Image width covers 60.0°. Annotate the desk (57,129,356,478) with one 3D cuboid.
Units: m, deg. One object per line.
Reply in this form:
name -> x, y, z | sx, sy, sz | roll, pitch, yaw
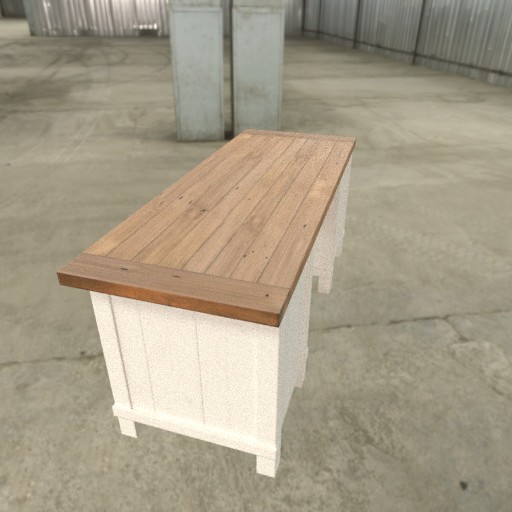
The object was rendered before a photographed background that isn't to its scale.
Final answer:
desk -> 0.000, 0.000, 2.173 | 0.688, 0.760, 1.803 | 9, 31, 15
